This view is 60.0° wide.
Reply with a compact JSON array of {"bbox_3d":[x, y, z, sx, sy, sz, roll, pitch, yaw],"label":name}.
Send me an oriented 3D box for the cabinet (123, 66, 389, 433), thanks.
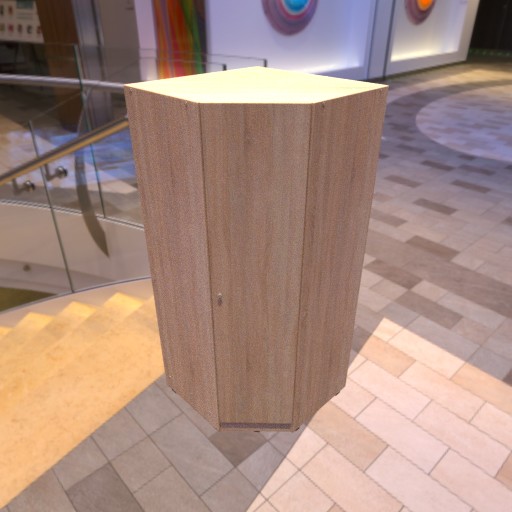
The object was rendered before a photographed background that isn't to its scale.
[{"bbox_3d":[0.000,0.000,2.854,1.327,2.120,1.094,1,31,1],"label":"cabinet"}]
